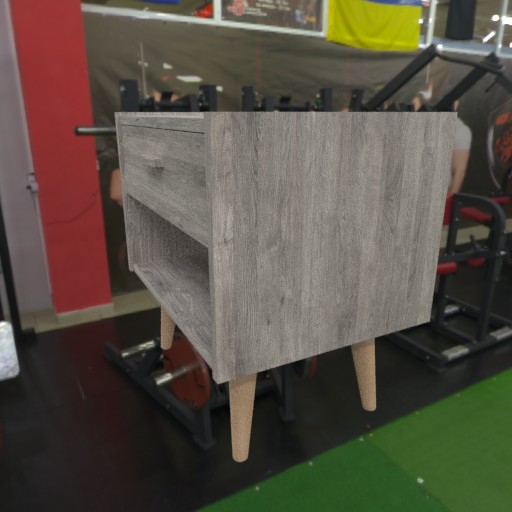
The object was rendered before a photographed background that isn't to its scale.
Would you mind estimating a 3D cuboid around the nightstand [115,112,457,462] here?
[{"bbox_3d":[0.000,0.000,0.810,0.380,0.500,0.480,-9,20,-26],"label":"nightstand"}]
